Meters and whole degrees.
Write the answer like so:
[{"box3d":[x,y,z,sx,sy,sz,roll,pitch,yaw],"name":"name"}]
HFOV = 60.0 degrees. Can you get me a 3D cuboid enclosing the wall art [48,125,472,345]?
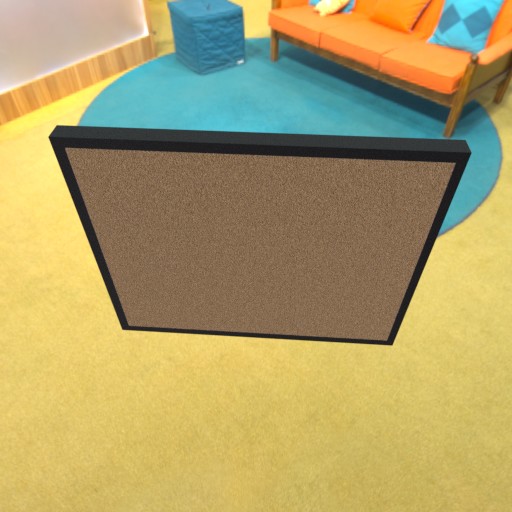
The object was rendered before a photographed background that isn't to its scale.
[{"box3d":[0.000,0.000,0.754,0.554,0.454,0.030,3,46,3],"name":"wall art"}]
